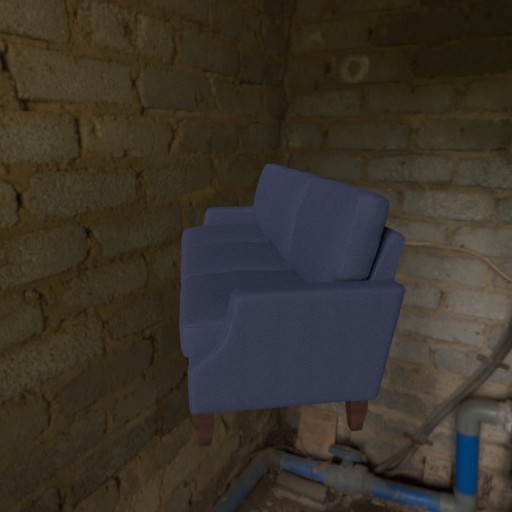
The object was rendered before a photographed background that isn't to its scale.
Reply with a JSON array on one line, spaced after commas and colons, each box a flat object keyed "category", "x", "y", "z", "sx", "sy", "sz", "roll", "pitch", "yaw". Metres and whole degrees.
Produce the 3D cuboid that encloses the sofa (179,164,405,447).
[{"category": "sofa", "x": 0.000, "y": 0.000, "z": 2.640, "sx": 0.888, "sy": 0.984, "sz": 2.115, "roll": -2, "pitch": 15, "yaw": -9}]
